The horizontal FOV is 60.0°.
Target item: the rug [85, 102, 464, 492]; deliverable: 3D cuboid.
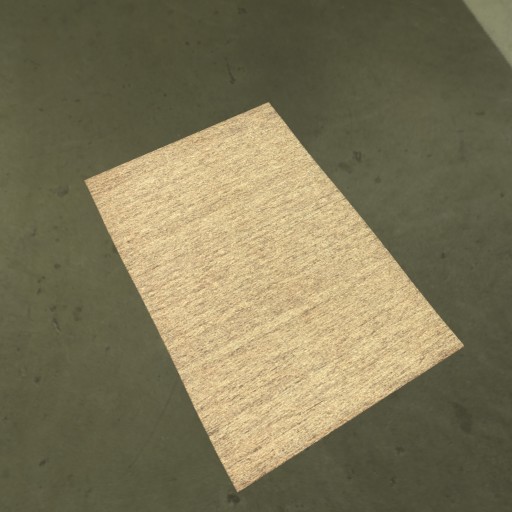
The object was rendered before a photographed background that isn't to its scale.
[{"bbox_3d":[0.000,0.000,2.910,1.547,0.013,2.283,-27,66,-13],"label":"rug"}]
